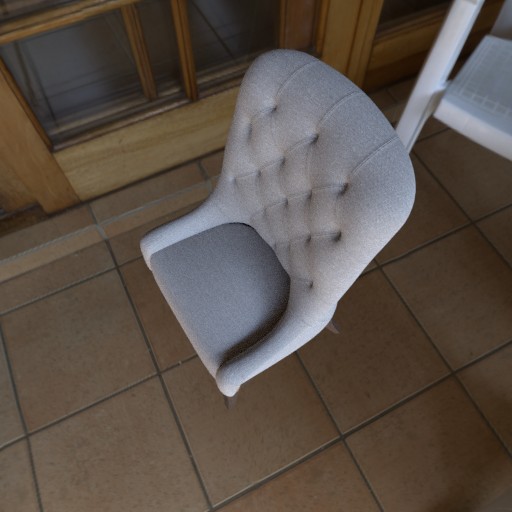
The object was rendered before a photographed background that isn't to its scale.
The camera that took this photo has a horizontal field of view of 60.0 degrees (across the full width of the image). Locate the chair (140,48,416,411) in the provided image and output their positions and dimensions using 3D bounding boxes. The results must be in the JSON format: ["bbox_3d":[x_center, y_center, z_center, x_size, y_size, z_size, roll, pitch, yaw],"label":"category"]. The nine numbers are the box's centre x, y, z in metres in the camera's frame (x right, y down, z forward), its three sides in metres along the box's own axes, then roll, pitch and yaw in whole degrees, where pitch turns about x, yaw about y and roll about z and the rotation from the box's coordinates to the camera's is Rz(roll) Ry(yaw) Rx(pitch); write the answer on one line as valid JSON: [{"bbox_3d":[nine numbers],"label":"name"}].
[{"bbox_3d":[0.000,0.000,1.460,0.629,1.091,0.634,-29,66,-14],"label":"chair"}]
